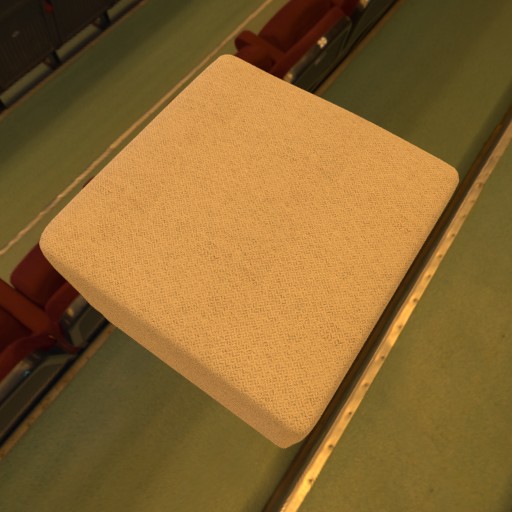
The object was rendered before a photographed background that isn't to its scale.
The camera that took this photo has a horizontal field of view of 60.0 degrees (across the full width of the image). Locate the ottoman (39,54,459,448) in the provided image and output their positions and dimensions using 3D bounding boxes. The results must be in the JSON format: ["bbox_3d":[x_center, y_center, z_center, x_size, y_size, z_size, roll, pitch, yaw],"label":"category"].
[{"bbox_3d":[0.000,0.000,0.889,0.512,0.453,0.521,32,69,14],"label":"ottoman"}]
